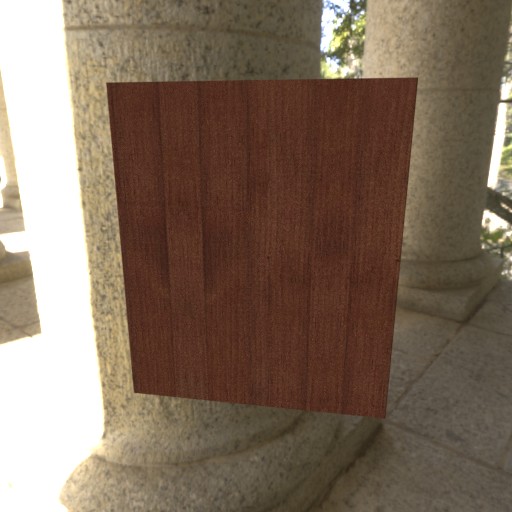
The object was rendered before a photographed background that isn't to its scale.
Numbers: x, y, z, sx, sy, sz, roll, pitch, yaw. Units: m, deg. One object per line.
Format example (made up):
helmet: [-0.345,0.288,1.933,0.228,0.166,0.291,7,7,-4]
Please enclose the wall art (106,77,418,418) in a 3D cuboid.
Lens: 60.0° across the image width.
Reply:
wall art: [0.000,0.000,0.611,0.377,0.449,0.039,3,17,9]
